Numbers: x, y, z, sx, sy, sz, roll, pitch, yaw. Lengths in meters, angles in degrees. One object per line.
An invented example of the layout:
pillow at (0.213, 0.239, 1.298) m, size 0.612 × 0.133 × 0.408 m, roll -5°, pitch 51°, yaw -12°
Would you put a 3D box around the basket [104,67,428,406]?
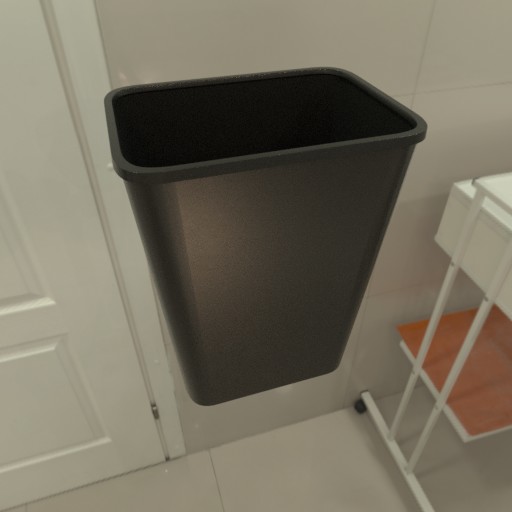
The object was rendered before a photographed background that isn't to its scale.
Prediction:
basket at (0.000, 0.000, 0.765) m, size 0.394 × 0.521 × 0.287 m, roll -11°, pitch 41°, yaw -14°
